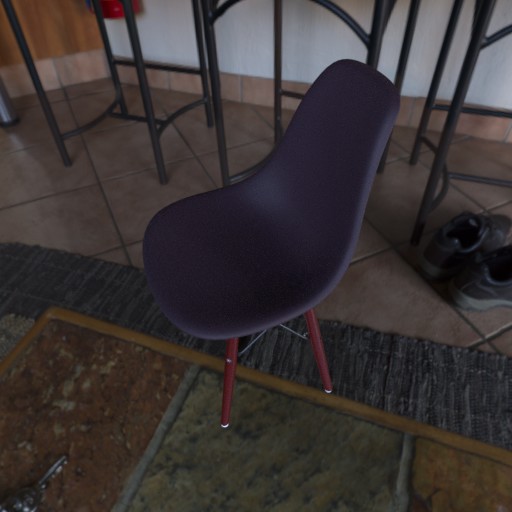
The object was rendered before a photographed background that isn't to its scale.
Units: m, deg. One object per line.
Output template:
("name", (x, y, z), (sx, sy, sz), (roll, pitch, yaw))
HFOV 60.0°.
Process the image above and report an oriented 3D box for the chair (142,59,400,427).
("chair", (0.000, 0.000, 1.096), (0.533, 0.826, 0.470), (-17, 48, -16))
